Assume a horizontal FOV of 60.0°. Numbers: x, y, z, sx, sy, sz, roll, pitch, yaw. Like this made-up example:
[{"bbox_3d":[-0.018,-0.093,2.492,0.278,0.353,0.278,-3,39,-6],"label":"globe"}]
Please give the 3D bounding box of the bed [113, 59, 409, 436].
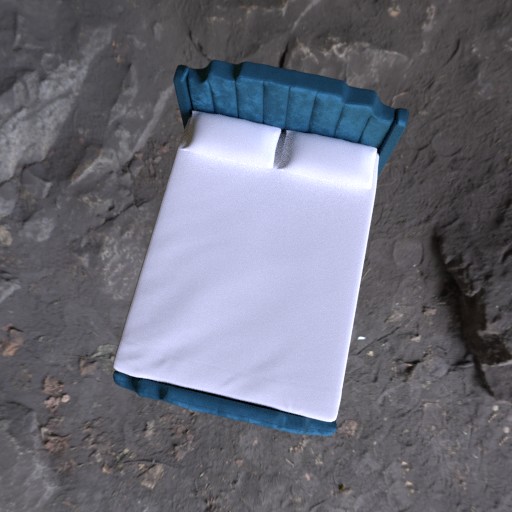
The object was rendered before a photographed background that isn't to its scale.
[{"bbox_3d":[0.000,0.000,3.315,1.678,1.338,2.322,12,76,3],"label":"bed"}]
